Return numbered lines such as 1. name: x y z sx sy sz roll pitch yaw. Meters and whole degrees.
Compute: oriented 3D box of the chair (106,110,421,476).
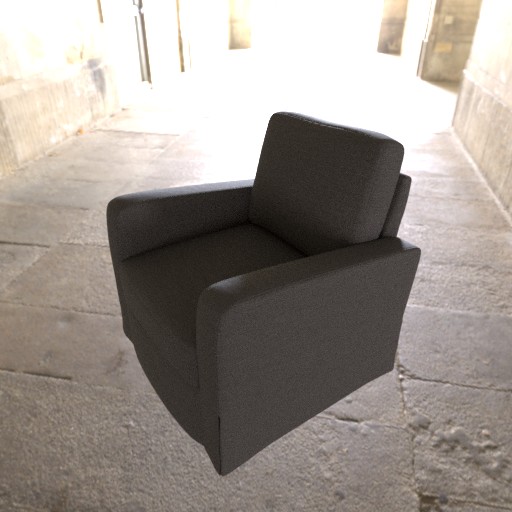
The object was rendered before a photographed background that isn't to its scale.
1. chair: 0.000 0.000 1.548 0.863 0.855 0.798 -20 36 -30
